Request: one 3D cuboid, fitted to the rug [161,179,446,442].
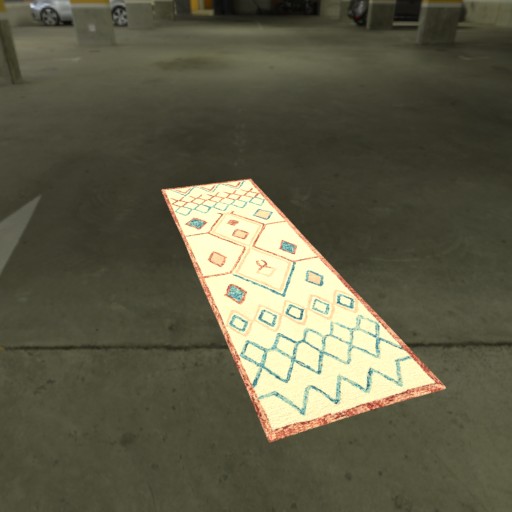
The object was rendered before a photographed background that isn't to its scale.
[{"bbox_3d":[0.000,0.000,2.637,0.750,0.011,2.435,-10,32,-16],"label":"rug"}]
